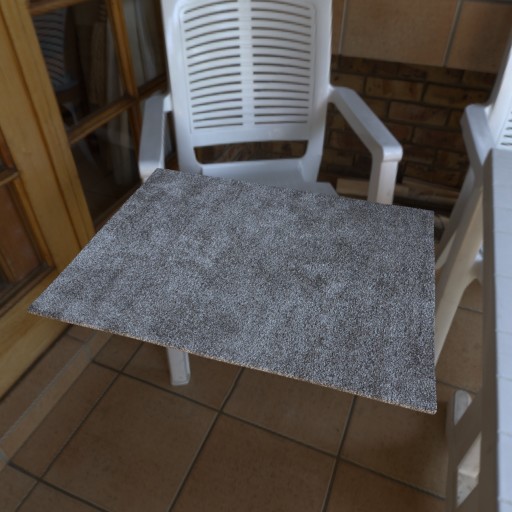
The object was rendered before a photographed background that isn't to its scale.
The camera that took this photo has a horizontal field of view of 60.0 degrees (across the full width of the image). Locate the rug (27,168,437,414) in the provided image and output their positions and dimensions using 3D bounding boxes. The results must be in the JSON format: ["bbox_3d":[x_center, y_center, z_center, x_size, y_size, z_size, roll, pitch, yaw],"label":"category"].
[{"bbox_3d":[0.000,0.000,2.077,1.601,0.025,1.198,11,42,12],"label":"rug"}]
